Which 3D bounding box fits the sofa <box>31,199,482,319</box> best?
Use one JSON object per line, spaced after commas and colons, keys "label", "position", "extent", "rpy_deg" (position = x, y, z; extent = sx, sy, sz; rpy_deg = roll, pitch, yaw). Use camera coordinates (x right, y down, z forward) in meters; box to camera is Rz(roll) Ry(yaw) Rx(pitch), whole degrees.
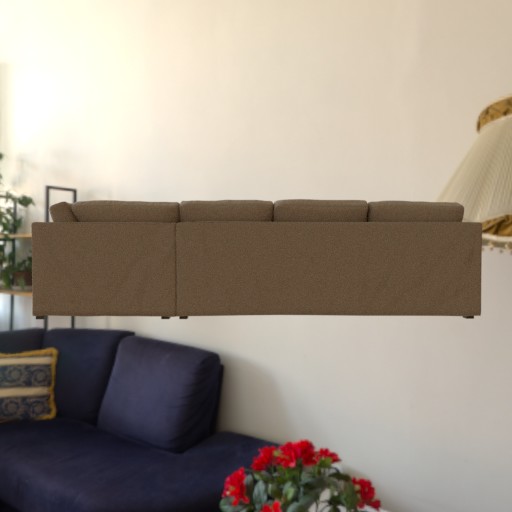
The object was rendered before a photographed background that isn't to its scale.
{"label": "sofa", "position": [0.000, 0.000, 4.306], "extent": [3.182, 0.871, 2.432], "rpy_deg": [0, 1, -1]}
